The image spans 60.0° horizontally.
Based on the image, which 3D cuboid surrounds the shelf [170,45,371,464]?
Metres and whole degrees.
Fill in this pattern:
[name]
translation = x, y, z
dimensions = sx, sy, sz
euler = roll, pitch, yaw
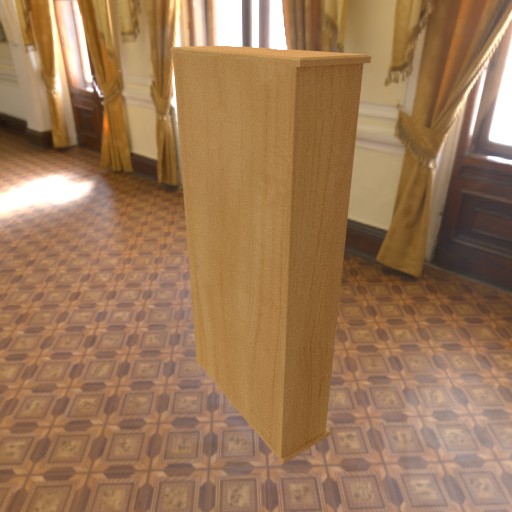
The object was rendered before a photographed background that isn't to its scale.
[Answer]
[shelf]
translation = 0.000, 0.000, 1.222
dimensions = 0.175, 1.030, 0.520
euler = -18, 32, -30
